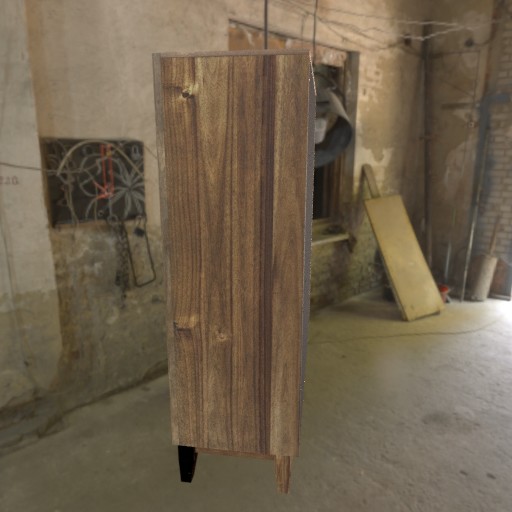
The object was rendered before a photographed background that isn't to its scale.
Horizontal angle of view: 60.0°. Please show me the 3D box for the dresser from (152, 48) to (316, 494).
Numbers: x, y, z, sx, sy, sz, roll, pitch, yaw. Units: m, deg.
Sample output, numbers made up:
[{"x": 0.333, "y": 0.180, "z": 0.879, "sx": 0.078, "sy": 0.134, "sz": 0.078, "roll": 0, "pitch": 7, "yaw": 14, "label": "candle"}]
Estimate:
[{"x": 0.000, "y": 0.000, "z": 1.860, "sx": 0.442, "sy": 1.393, "sz": 1.062, "roll": 2, "pitch": 14, "yaw": 8, "label": "dresser"}]
